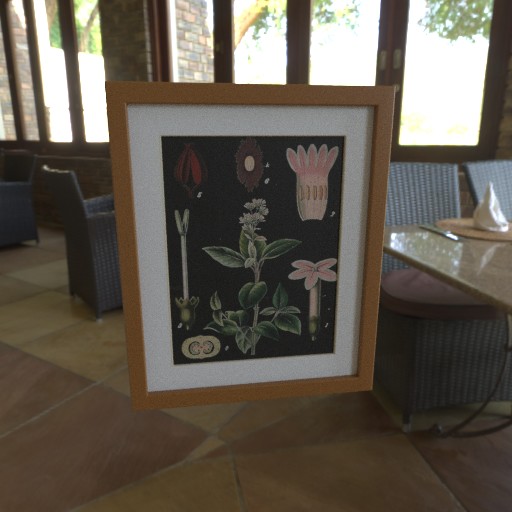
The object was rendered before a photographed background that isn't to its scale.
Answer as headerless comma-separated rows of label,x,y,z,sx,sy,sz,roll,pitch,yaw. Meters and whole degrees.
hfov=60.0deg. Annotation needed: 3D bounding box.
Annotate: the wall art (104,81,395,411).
wall art,0.000,0.000,0.756,0.449,0.550,0.021,-2,15,-8
